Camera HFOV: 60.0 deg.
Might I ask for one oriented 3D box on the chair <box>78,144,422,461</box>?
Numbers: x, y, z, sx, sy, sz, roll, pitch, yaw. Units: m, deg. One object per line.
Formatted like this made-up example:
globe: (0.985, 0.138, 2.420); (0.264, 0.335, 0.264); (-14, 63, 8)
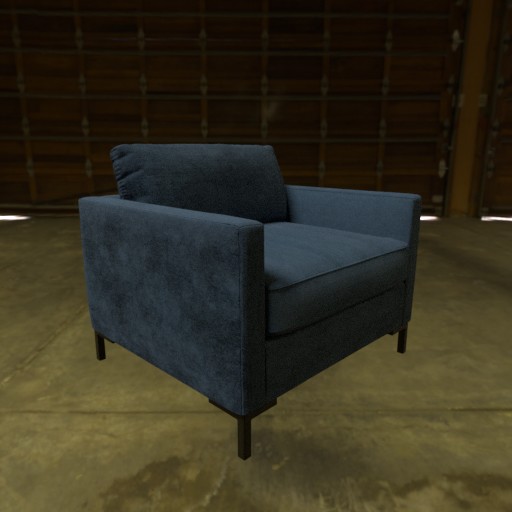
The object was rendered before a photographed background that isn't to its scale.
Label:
chair: (0.000, 0.000, 1.647); (0.875, 0.812, 0.964); (13, 19, 43)
